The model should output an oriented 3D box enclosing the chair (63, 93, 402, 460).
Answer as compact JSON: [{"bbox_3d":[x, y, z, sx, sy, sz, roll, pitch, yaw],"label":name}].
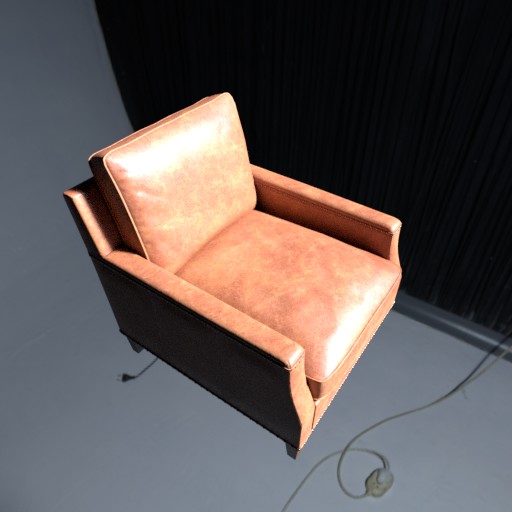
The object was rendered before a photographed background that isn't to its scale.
[{"bbox_3d":[0.000,0.000,1.745,1.014,0.943,0.853,25,47,26],"label":"chair"}]
